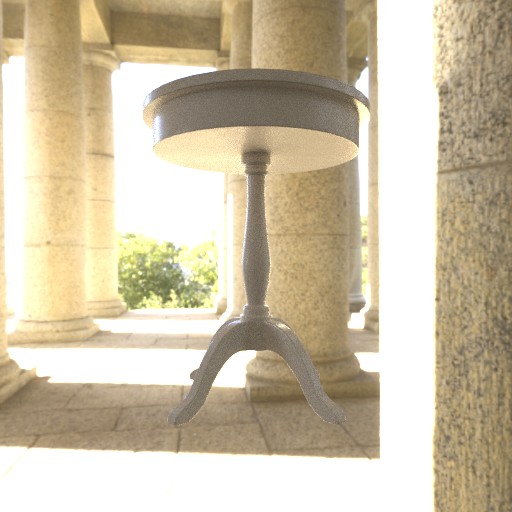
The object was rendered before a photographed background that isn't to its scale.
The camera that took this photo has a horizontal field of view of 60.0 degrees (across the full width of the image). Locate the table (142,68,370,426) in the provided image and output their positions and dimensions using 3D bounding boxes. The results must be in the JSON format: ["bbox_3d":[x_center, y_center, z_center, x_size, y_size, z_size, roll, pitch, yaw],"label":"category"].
[{"bbox_3d":[0.000,0.000,1.026,0.513,0.653,0.513,0,0,0],"label":"table"}]
